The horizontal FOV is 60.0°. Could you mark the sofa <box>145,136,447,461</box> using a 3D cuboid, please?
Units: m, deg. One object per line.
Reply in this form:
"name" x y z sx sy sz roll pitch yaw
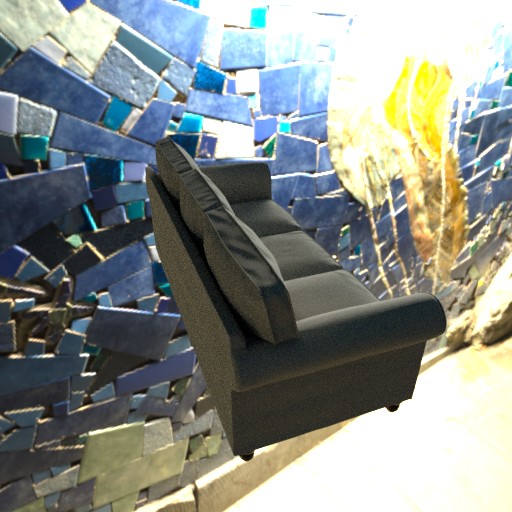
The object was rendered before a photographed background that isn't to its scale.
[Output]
"sofa" 0.000 0.000 2.552 0.916 0.961 2.084 -11 31 -18
